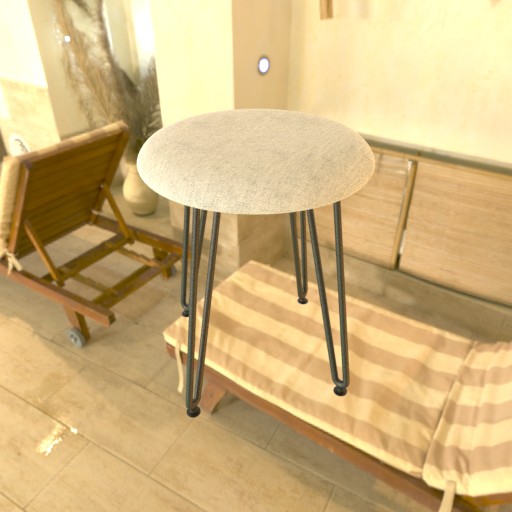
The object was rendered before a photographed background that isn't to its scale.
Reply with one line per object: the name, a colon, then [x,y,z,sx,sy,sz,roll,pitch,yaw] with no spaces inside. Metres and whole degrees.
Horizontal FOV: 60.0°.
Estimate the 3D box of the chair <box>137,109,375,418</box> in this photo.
chair: [0.000,0.000,0.675,0.350,0.386,0.350,21,38,29]
